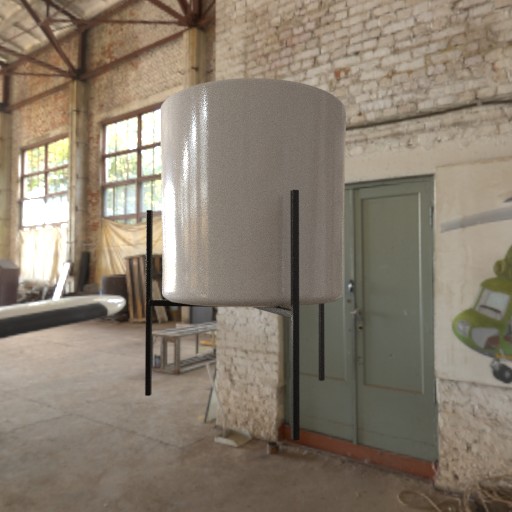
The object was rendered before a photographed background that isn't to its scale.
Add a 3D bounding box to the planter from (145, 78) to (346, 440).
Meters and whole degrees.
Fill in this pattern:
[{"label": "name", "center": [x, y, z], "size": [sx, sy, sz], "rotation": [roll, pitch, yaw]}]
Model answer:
[{"label": "planter", "center": [0.000, 0.000, 0.660], "size": [0.307, 0.431, 0.308], "rotation": [1, -2, -18]}]
